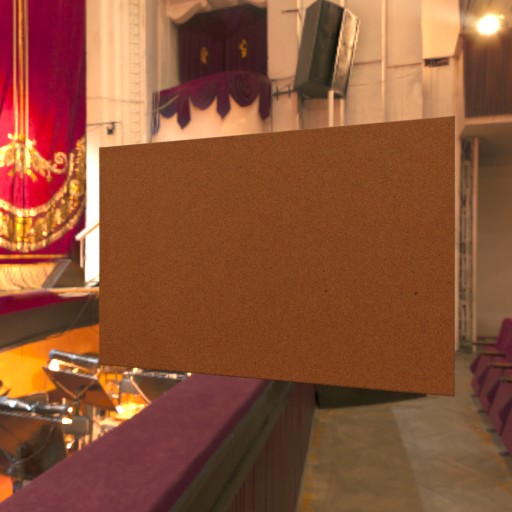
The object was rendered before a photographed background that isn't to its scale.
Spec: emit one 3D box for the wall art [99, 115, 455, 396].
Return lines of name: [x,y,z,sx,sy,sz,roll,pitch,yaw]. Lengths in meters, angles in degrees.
wall art: [0.000,0.000,0.750,0.615,0.410,0.021,0,0,18]
